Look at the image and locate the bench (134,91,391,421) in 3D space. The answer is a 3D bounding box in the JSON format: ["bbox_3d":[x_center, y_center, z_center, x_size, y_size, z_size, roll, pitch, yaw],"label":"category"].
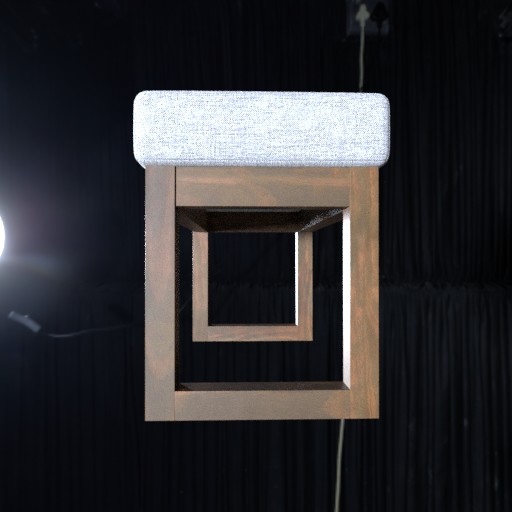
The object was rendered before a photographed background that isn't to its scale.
[{"bbox_3d":[0.000,0.000,0.950,0.366,0.467,0.681,0,0,-2],"label":"bench"}]
